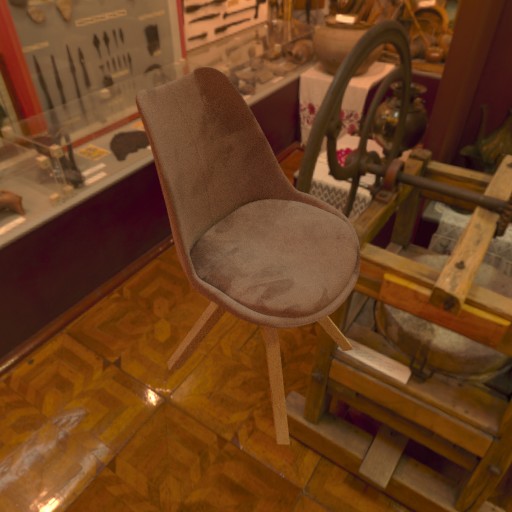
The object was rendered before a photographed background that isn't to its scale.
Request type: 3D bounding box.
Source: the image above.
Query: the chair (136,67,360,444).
[{"bbox_3d":[0.000,0.000,1.213,0.550,0.850,0.485,25,47,26],"label":"chair"}]
